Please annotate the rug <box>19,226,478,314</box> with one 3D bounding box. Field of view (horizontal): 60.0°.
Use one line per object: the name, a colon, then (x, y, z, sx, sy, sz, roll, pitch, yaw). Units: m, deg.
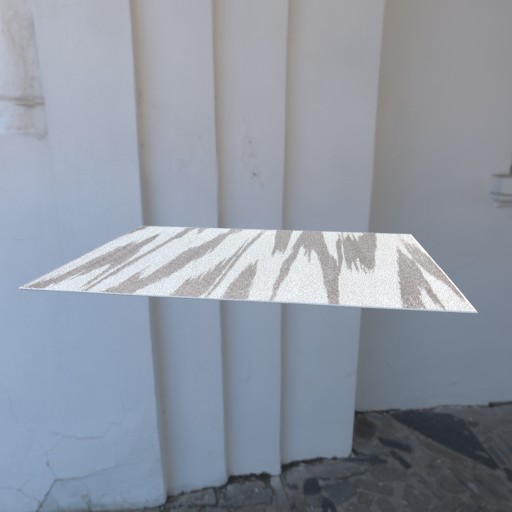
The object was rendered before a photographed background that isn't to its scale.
rug: (0.000, 0.000, 2.758, 2.142, 0.010, 1.533, 2, 16, 8)
